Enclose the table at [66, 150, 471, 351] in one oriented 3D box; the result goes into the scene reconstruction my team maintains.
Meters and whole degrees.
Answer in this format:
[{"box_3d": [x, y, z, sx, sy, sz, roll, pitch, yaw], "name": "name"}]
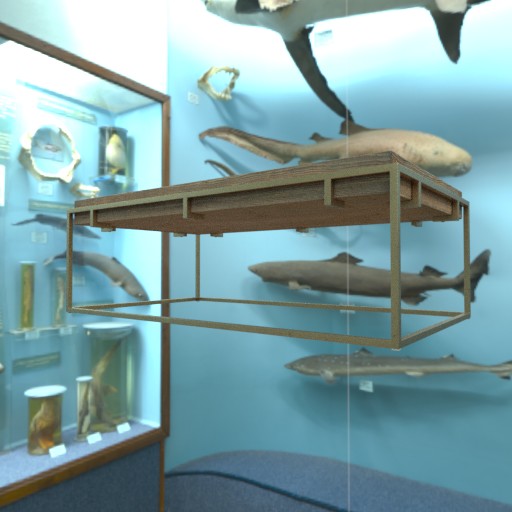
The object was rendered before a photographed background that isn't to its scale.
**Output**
[{"box_3d": [0.000, 0.000, 1.735, 1.387, 0.468, 0.775, -1, -2, 37], "name": "table"}]
